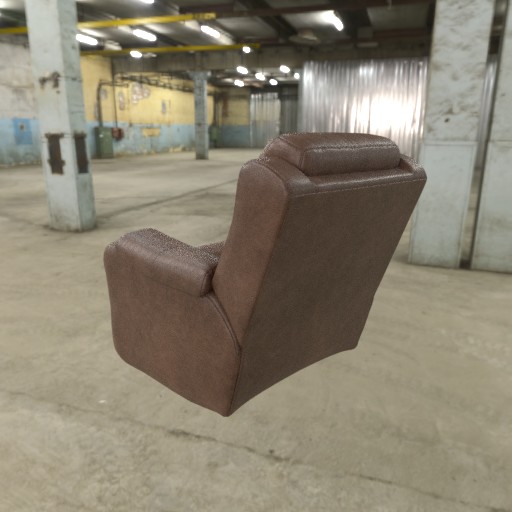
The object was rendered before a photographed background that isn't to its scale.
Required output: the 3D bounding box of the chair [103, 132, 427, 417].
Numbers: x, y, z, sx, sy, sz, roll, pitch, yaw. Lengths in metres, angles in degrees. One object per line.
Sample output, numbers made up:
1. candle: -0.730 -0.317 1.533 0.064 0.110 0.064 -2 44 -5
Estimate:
1. chair: 0.000 0.000 1.852 0.940 0.990 1.067 -14 20 -41
